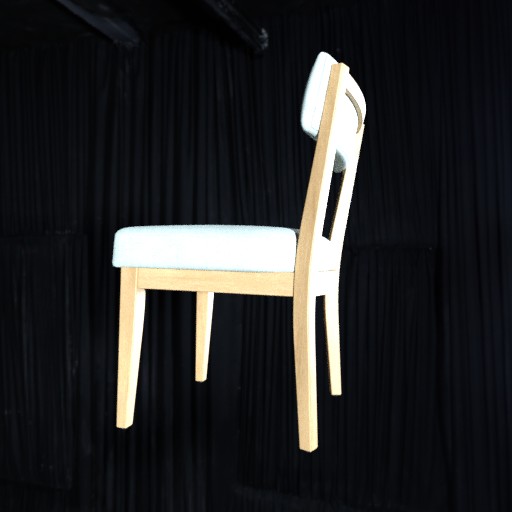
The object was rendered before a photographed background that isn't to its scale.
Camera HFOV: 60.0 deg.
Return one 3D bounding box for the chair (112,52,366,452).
[{"bbox_3d":[0.000,0.000,1.191,0.572,0.832,0.508,0,-1,18],"label":"chair"}]
